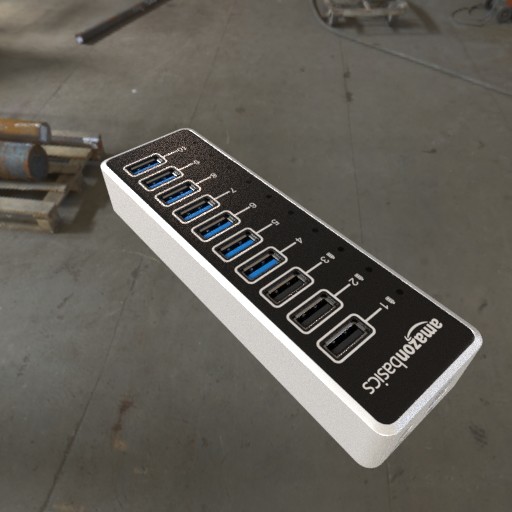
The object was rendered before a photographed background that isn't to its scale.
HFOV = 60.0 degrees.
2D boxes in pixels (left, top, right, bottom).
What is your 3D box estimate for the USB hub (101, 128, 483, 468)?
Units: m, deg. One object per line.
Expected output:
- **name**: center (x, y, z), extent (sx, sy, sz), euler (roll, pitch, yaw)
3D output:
- **USB hub**: center (0.000, 0.000, 0.157), extent (0.044, 0.023, 0.145), euler (-32, 54, -26)
